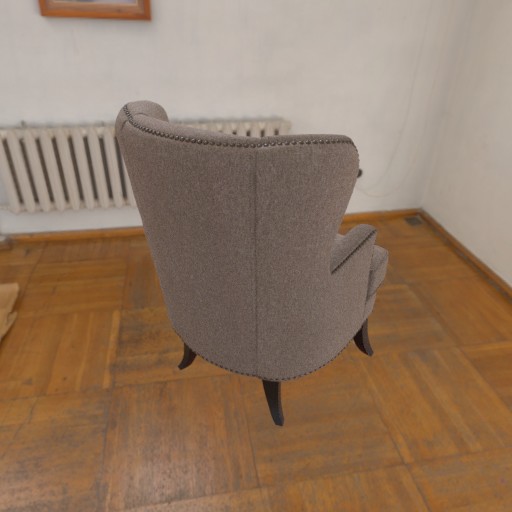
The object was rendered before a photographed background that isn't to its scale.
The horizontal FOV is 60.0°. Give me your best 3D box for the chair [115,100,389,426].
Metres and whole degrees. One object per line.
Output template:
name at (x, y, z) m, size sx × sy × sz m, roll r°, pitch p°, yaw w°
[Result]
chair at (0.000, 0.000, 1.588) m, size 0.759 × 1.060 × 0.758 m, roll 20°, pitch 36°, yaw 29°
